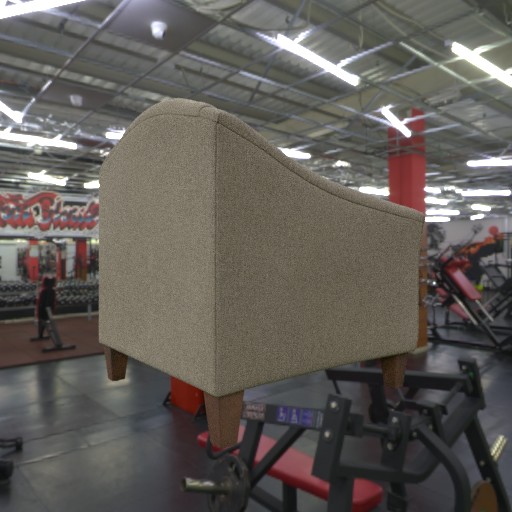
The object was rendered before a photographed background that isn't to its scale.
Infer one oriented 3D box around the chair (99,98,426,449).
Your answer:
[{"bbox_3d":[0.000,0.000,1.447,0.787,0.839,0.763,0,0,-38],"label":"chair"}]
